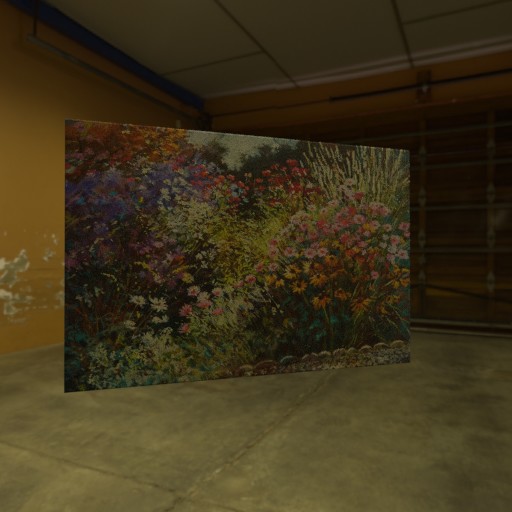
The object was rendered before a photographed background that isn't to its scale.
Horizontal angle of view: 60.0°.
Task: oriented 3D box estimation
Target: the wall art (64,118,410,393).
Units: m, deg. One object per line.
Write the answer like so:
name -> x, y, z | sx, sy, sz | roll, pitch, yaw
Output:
wall art -> 0.000, 0.000, 0.770 | 0.610, 0.406, 0.037 | 0, 0, -18
